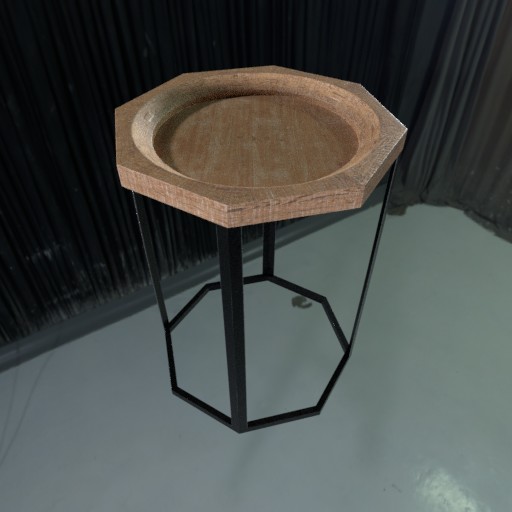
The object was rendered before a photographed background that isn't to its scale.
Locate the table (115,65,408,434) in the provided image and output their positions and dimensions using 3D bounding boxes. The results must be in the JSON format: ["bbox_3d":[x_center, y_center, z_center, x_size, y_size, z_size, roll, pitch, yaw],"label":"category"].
[{"bbox_3d":[0.000,0.000,0.842,0.437,0.553,0.437,-27,49,-26],"label":"table"}]
